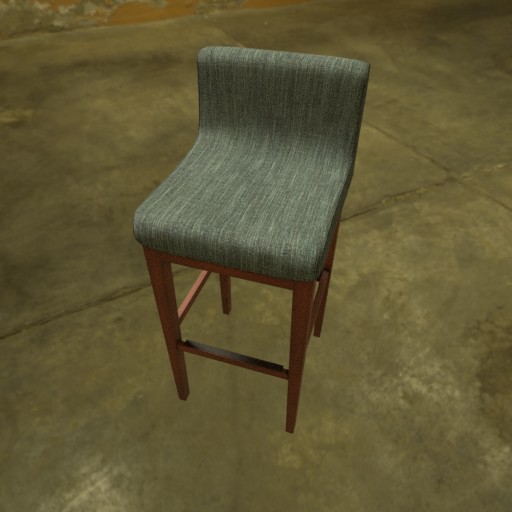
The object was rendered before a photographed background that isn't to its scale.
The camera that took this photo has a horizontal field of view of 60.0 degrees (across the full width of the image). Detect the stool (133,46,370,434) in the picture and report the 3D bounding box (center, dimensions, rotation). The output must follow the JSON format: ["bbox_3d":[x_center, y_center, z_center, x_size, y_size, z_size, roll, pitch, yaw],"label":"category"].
[{"bbox_3d":[0.000,0.000,1.236,0.426,0.965,0.499,12,42,14],"label":"stool"}]
